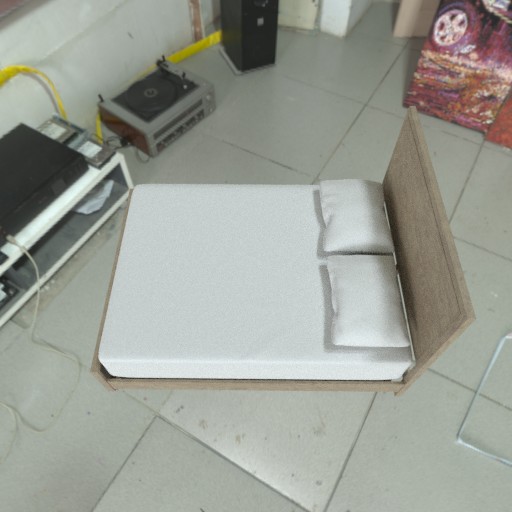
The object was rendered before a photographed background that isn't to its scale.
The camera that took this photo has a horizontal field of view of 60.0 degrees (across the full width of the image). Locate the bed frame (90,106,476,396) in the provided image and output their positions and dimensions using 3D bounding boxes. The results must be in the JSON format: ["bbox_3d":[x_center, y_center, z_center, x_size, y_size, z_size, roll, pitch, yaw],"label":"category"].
[{"bbox_3d":[0.000,0.000,3.205,2.189,1.369,1.606,0,57,0],"label":"bed frame"}]
